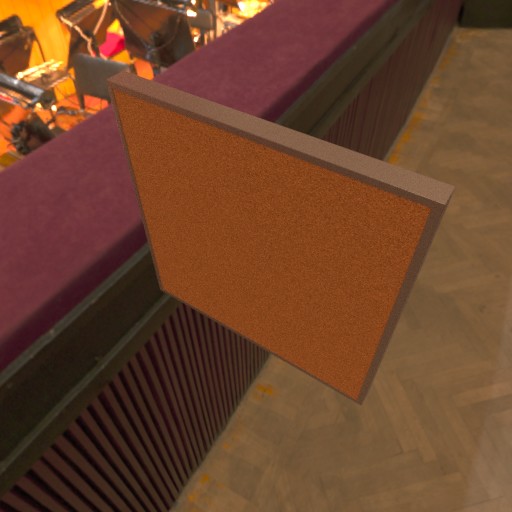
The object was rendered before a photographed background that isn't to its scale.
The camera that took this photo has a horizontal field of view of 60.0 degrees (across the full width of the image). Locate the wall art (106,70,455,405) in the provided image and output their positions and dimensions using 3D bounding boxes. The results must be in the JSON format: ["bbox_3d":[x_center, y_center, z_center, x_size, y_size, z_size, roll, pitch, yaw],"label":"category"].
[{"bbox_3d":[0.000,0.000,0.524,0.349,0.349,0.028,26,53,22],"label":"wall art"}]
